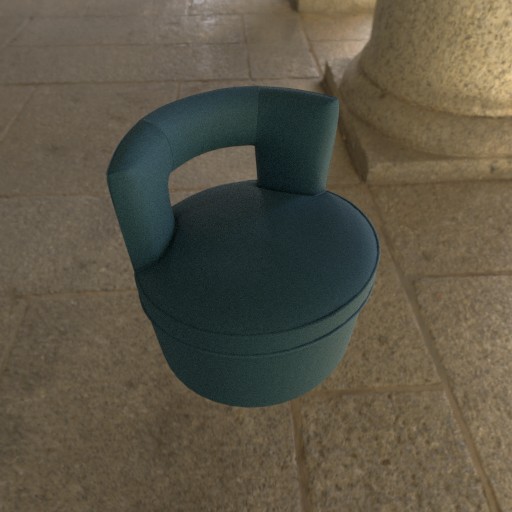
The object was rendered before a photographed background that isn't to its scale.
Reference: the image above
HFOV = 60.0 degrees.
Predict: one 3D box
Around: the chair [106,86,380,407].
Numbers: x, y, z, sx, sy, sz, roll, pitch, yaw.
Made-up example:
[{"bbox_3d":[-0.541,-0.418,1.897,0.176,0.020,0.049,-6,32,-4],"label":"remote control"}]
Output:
[{"bbox_3d":[0.000,0.000,1.262,0.684,0.711,0.660,-25,51,-22],"label":"chair"}]
